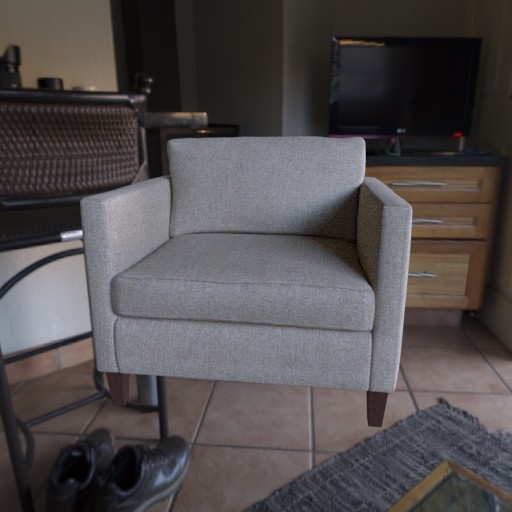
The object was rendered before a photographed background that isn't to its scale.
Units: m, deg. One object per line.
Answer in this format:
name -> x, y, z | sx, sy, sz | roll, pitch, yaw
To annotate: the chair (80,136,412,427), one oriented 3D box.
chair -> 0.000, 0.000, 1.899 | 1.107, 0.987, 0.959 | 2, 16, 7
